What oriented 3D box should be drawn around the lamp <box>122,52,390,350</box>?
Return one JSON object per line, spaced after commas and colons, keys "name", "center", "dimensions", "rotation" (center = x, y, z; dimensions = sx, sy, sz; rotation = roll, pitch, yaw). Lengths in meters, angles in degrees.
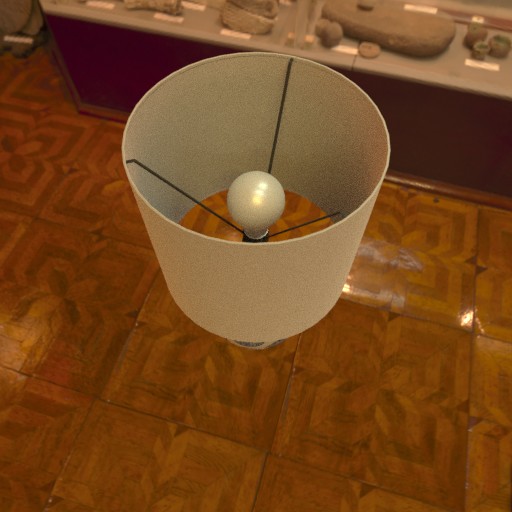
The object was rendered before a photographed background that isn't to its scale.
{"name": "lamp", "center": [0.000, 0.000, 0.521], "dimensions": [0.215, 0.381, 0.215], "rotation": [16, 60, 10]}
